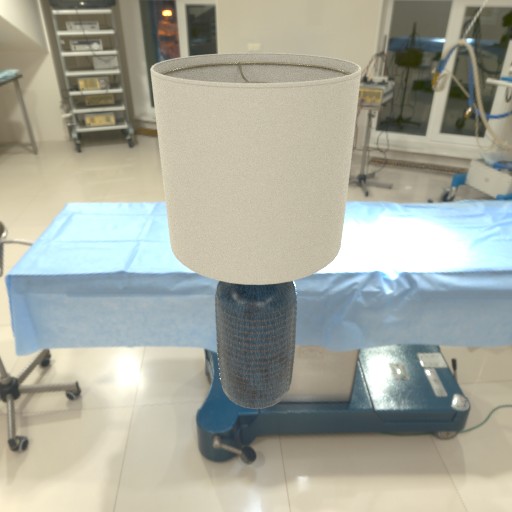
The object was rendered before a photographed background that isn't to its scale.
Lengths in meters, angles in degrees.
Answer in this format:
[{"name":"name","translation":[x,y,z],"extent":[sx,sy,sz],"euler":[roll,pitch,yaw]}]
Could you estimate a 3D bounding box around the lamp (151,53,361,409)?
[{"name":"lamp","translation":[0.000,0.000,0.595],"extent":[0.220,0.475,0.220],"euler":[1,31,2]}]
